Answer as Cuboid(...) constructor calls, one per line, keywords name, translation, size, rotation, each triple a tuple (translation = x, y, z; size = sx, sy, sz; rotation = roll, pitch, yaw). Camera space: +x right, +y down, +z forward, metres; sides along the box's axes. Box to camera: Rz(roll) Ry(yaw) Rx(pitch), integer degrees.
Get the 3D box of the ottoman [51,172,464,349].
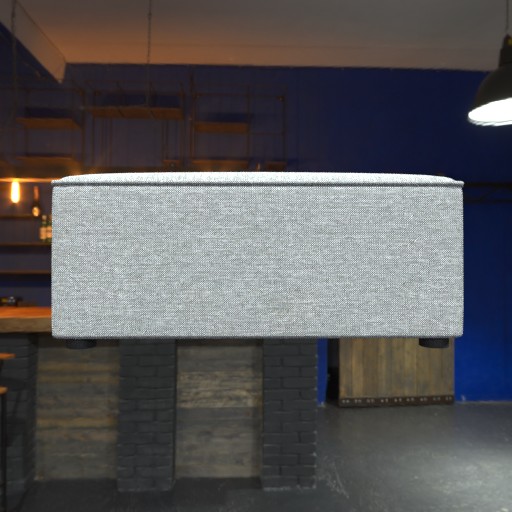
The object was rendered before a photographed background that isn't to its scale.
Cuboid(name="ottoman", translation=(0.000, 0.000, 1.535), size=(1.005, 0.455, 1.005), rotation=(0, -1, -1))
